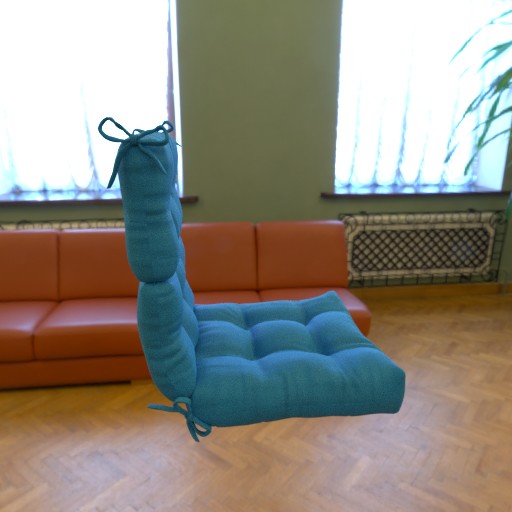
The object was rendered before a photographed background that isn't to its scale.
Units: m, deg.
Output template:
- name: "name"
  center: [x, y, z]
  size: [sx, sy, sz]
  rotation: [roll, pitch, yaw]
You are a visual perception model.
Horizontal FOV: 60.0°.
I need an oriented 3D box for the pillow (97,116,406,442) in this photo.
- name: "pillow"
  center: [0.000, 0.000, 1.022]
  size: [0.571, 0.605, 0.519]
  rotation: [-2, 16, -8]
